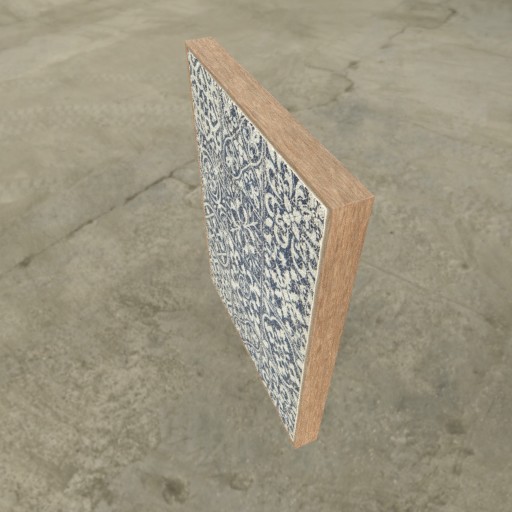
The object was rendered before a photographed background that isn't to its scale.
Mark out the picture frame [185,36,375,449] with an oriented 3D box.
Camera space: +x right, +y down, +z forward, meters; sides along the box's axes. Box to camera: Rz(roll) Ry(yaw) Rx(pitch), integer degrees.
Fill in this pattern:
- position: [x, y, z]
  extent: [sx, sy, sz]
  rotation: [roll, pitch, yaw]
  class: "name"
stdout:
- position: [0.000, 0.000, 0.710]
  extent: [0.043, 0.526, 0.424]
  rotation: [-17, 48, -16]
  class: "picture frame"
